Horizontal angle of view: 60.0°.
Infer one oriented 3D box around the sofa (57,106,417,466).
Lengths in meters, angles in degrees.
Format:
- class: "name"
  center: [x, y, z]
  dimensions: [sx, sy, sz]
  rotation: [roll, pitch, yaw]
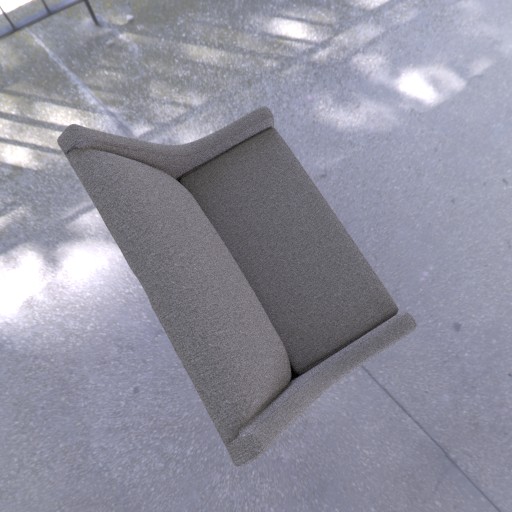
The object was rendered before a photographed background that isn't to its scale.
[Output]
- class: "sofa"
  center: [0.000, 0.000, 1.893]
  dimensions: [0.862, 1.026, 1.242]
  rotation: [-31, 78, -7]
